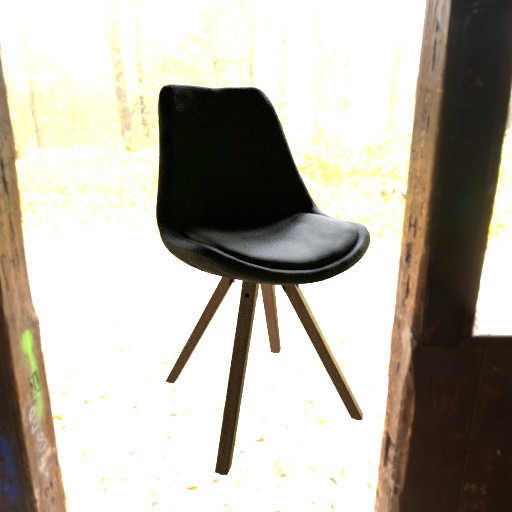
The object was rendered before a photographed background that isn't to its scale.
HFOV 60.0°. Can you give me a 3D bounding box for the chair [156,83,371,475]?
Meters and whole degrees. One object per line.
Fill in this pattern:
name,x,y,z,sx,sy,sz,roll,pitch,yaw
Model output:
chair,0.000,0.000,1.159,0.483,0.865,0.547,-9,19,-27
